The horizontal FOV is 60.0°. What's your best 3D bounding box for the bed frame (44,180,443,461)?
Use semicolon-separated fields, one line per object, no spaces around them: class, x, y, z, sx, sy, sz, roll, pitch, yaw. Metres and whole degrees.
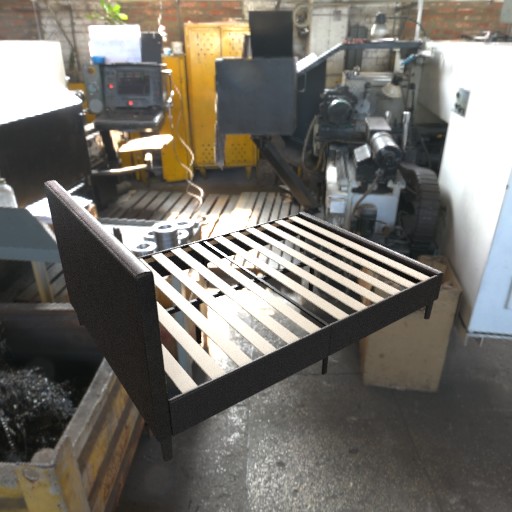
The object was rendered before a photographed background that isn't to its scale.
bed frame;0.000;0.000;2.972;2.152;1.046;1.469;-18;31;-31
